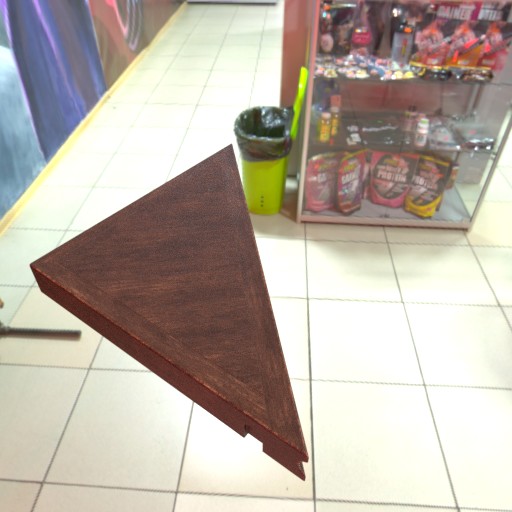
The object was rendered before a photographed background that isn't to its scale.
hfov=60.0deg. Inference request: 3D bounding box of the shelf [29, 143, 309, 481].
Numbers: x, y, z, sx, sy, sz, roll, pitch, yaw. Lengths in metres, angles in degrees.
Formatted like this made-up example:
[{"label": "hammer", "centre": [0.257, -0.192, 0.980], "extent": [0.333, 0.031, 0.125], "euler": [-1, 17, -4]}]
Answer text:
[{"label": "shelf", "centre": [0.000, 0.000, 0.436], "extent": [0.296, 0.035, 0.296], "euler": [26, 47, 27]}]
